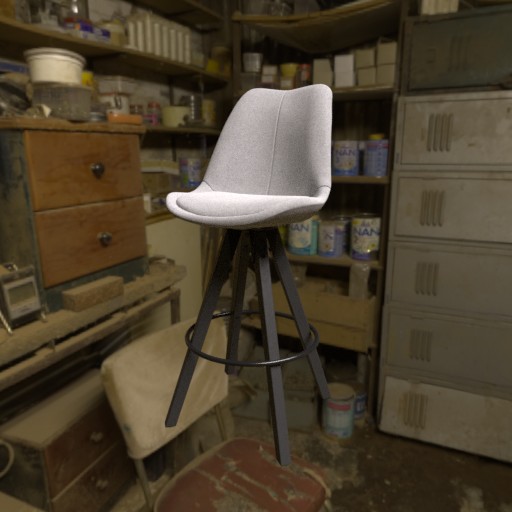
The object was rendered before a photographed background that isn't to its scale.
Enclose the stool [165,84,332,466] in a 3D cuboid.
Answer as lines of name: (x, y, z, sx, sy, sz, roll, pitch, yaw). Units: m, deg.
stool: (0.000, 0.000, 1.468, 0.485, 1.115, 0.550, 7, 15, 26)
